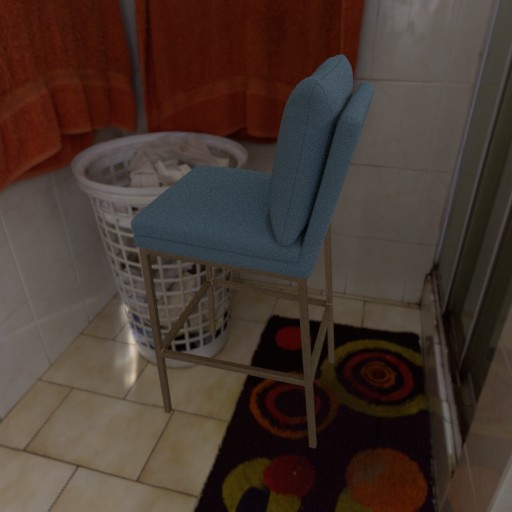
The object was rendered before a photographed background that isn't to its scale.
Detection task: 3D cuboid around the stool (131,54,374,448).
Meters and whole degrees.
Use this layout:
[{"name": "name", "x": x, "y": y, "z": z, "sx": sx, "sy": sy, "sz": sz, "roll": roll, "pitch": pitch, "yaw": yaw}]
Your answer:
[{"name": "stool", "x": 0.000, "y": 0.000, "z": 1.386, "sx": 0.568, "sy": 1.124, "sz": 0.463, "roll": 9, "pitch": 32, "yaw": 15}]
